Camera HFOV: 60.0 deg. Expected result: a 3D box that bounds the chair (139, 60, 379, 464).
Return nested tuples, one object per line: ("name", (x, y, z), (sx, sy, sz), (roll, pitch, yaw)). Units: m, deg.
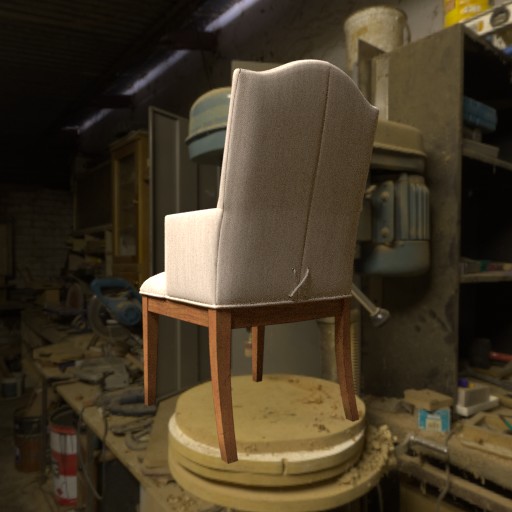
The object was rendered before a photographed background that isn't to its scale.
("chair", (0.000, 0.000, 1.399), (0.533, 1.016, 0.641), (-1, 1, -36))
